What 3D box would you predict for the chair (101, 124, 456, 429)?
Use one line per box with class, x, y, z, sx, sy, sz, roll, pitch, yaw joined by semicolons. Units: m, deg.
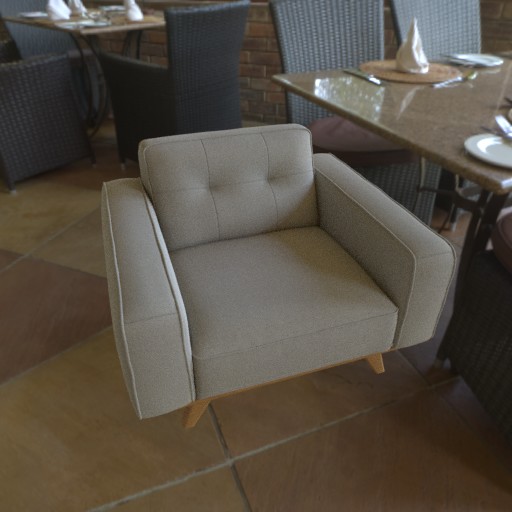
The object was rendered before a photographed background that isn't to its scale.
chair;0.000;0.000;1.749;1.115;0.779;0.953;-11;35;-16
